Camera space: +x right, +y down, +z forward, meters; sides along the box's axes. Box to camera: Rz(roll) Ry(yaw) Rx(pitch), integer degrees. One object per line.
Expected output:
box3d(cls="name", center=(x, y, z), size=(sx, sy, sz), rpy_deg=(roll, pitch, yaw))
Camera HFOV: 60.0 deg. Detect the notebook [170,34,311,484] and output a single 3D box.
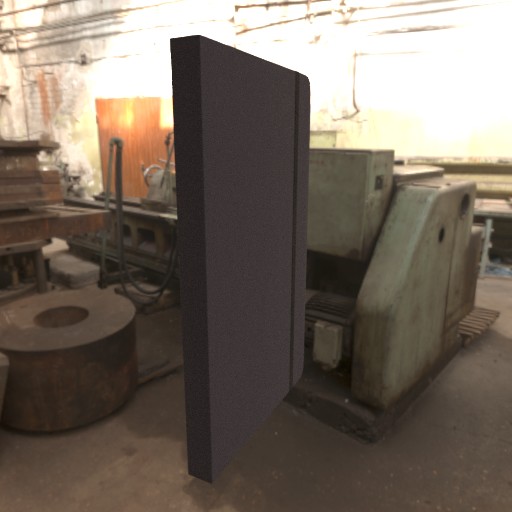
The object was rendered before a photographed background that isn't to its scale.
box3d(cls="notebook", center=(0.000, 0.000, 0.260), size=(0.016, 0.213, 0.127), rpy_deg=(7, 16, 27))
